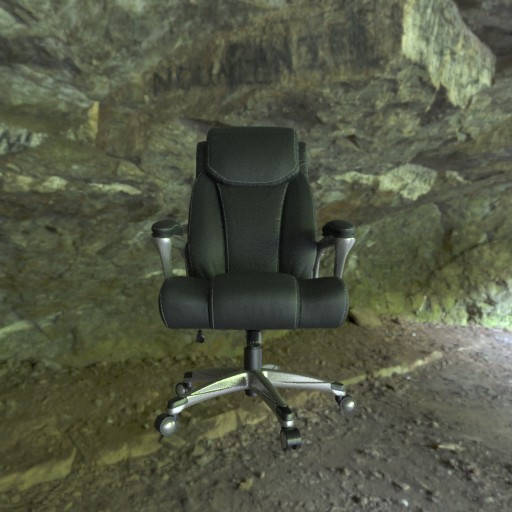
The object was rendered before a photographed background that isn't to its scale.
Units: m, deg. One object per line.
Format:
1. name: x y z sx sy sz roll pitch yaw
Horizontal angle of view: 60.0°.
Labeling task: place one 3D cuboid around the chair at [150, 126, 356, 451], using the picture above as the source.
1. chair: 0.000 0.000 1.672 0.741 1.167 0.784 0 -1 -1
